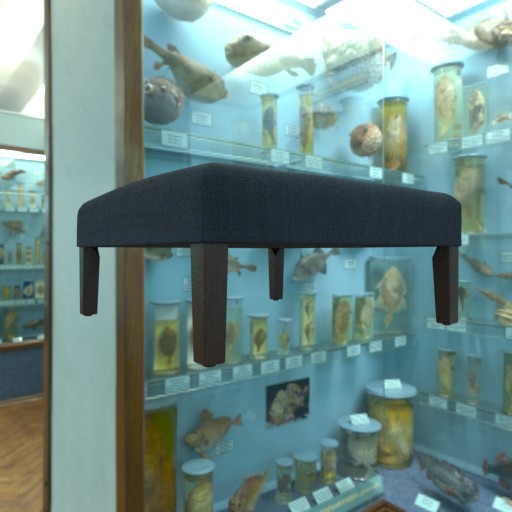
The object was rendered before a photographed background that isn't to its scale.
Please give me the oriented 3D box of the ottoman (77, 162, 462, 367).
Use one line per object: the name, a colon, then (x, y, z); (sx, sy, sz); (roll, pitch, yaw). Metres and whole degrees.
ottoman: (0.000, 0.000, 1.423); (0.889, 0.411, 0.890); (0, 1, -36)
